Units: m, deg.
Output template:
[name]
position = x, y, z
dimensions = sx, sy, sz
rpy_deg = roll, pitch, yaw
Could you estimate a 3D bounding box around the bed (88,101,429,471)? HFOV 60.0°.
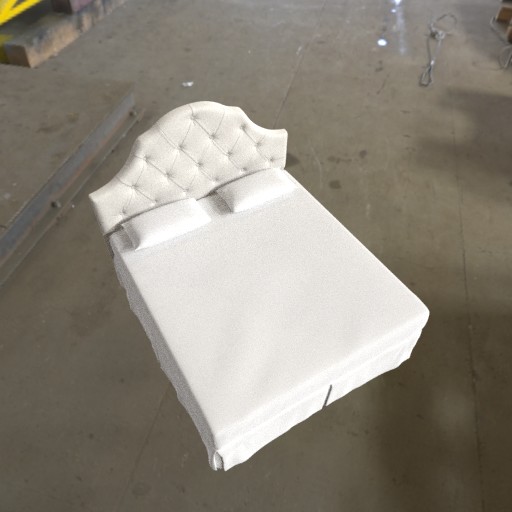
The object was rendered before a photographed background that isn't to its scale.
[bed]
position = 0.000, 0.000, 3.594
dimensions = 2.008, 1.615, 2.214
rpy_deg = -24, 52, -20
